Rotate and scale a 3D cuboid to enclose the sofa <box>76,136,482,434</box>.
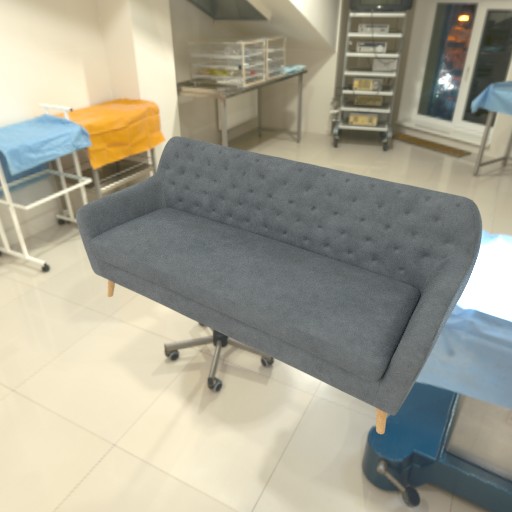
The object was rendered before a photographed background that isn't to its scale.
[{"bbox_3d":[0.000,0.000,2.334,1.975,0.832,0.841,19,36,29],"label":"sofa"}]
